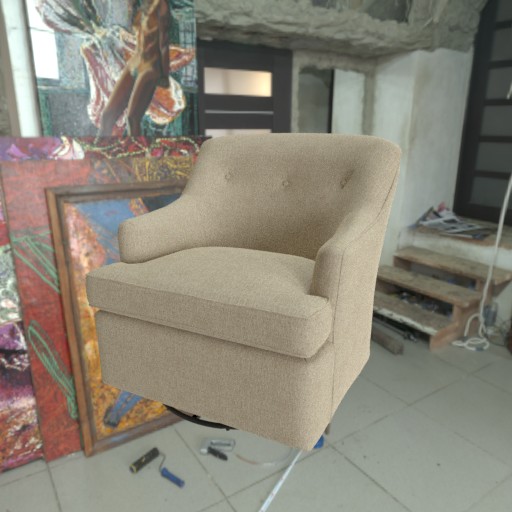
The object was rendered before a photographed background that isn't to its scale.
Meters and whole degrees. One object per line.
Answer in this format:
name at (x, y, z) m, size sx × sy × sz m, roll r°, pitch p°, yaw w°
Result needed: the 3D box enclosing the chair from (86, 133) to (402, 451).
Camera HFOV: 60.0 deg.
chair at (0.000, 0.000, 1.611) m, size 0.864 × 0.856 × 0.923 m, roll 8°, pitch 18°, yaw 26°
